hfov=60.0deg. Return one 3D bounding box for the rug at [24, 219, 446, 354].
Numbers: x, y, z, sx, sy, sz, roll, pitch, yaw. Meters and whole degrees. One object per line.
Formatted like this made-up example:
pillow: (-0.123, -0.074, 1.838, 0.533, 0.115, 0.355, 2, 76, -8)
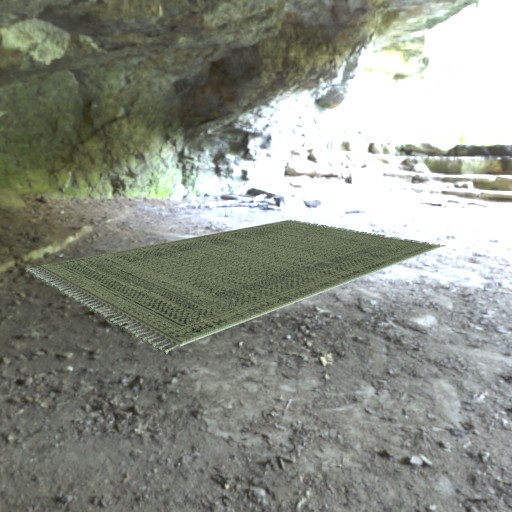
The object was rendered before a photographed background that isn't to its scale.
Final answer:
rug: (0.000, 0.000, 2.999, 2.486, 0.013, 1.548, -14, 20, -43)
